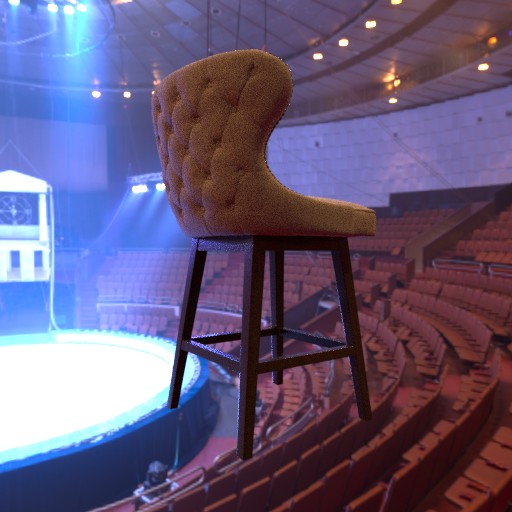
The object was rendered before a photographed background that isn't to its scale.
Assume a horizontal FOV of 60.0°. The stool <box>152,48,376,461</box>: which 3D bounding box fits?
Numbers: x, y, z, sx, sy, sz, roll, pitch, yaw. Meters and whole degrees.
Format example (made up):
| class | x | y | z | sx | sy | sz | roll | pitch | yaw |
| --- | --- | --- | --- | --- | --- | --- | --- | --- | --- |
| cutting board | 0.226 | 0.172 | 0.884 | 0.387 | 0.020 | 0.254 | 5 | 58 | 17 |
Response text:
| class | x | y | z | sx | sy | sz | roll | pitch | yaw |
| --- | --- | --- | --- | --- | --- | --- | --- | --- | --- |
| stool | 0.000 | 0.000 | 1.346 | 0.597 | 0.972 | 0.615 | 0 | 1 | -35 |
